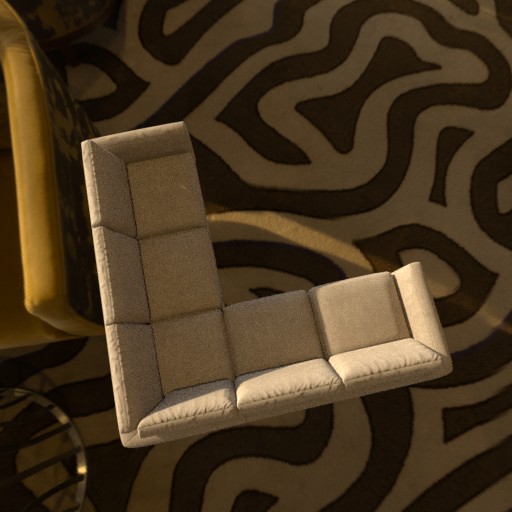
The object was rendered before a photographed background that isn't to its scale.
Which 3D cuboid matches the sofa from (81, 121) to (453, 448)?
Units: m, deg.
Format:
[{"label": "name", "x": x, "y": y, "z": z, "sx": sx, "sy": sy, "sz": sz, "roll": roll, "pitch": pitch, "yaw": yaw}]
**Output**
[{"label": "sofa", "x": 0.000, "y": 0.000, "z": 3.606, "sx": 2.438, "sy": 0.864, "sz": 2.438, "roll": -12, "pitch": 76, "yaw": -3}]
